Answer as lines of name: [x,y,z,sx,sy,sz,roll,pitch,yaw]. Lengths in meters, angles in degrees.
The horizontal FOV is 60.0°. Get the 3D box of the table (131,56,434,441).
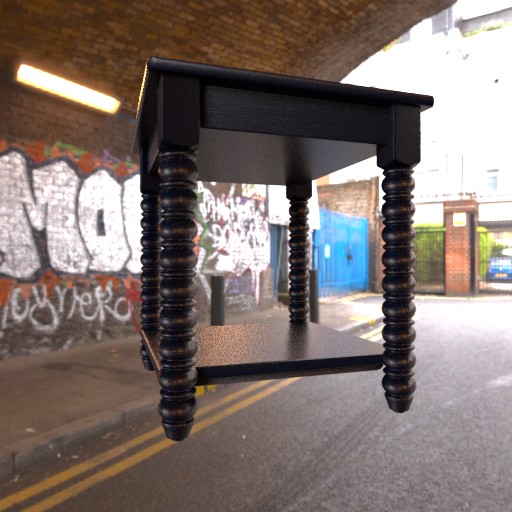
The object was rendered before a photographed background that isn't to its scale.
table: [0.000,0.000,0.958,0.500,0.567,0.533,0,-1,-18]
